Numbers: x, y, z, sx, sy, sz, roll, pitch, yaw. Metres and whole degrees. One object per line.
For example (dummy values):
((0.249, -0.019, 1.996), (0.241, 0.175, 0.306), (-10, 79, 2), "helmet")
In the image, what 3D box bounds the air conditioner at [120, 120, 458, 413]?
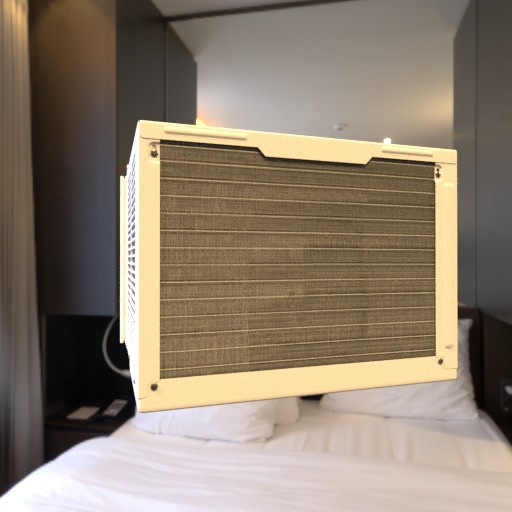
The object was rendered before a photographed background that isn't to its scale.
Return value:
((0.000, 0.000, 0.871), (0.503, 0.388, 0.546), (0, 0, -18), "air conditioner")
